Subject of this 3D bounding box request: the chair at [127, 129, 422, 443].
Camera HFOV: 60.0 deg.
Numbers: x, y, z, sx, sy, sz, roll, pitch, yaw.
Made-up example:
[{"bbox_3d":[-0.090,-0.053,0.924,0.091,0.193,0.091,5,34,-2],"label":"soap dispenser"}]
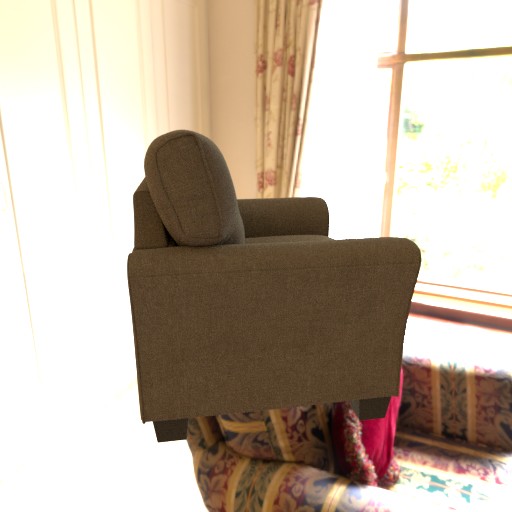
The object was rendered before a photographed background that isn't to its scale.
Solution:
[{"bbox_3d":[0.000,0.000,1.625,0.816,0.890,0.941,-3,16,-9],"label":"chair"}]
